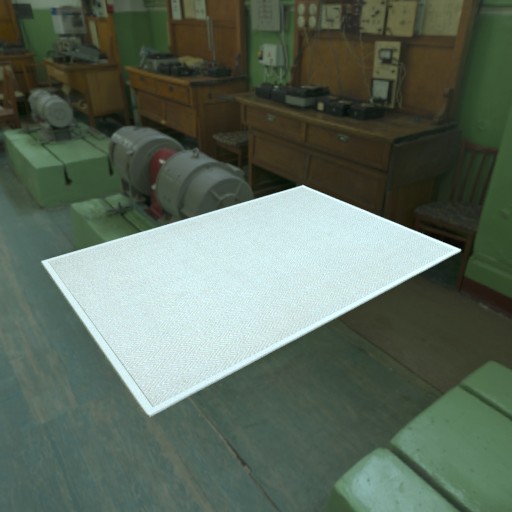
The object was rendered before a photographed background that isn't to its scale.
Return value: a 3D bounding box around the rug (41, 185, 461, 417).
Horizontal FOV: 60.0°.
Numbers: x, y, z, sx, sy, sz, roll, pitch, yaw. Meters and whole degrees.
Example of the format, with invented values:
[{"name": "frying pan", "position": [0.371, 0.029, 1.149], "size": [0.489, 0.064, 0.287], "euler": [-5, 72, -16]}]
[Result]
[{"name": "rug", "position": [0.000, 0.000, 2.848], "size": [2.244, 0.017, 1.532], "euler": [-21, 35, -32]}]
